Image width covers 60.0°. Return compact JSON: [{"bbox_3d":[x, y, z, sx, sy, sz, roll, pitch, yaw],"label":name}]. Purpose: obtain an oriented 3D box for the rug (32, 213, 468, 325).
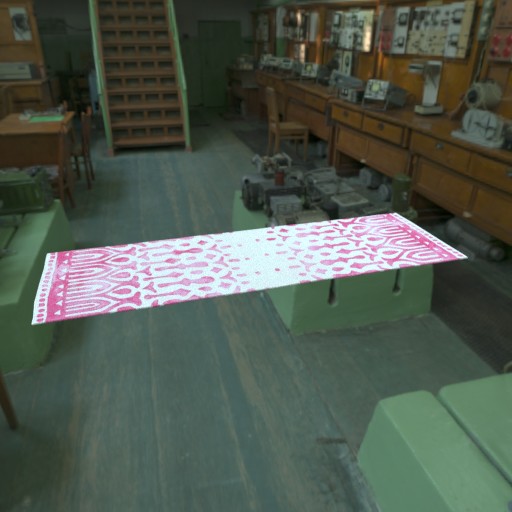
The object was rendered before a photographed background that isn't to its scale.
[{"bbox_3d":[0.000,0.000,2.712,2.458,0.011,0.787,-8,28,-15],"label":"rug"}]
